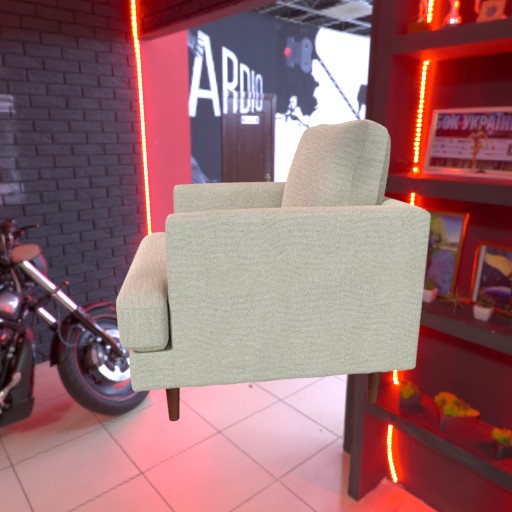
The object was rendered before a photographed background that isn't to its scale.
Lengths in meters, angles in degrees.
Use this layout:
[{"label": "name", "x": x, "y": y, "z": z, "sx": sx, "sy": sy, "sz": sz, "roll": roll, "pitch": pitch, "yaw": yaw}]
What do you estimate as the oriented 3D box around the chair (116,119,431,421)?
[{"label": "chair", "x": 0.000, "y": 0.000, "z": 1.641, "sx": 0.899, "sy": 0.957, "sz": 0.858, "roll": -2, "pitch": 15, "yaw": -8}]
